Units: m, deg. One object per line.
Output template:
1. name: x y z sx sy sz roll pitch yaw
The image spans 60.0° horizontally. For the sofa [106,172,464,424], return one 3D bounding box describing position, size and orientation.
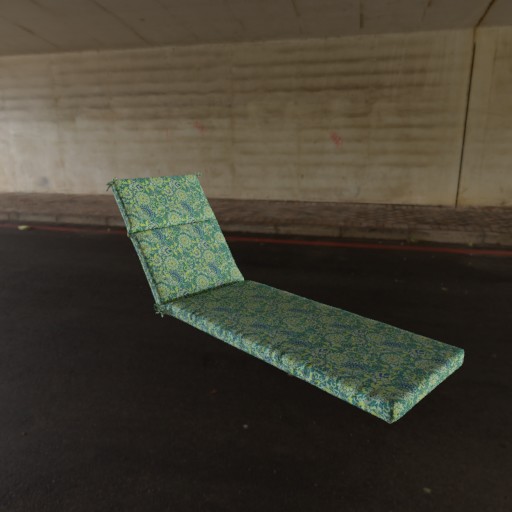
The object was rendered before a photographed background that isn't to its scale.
1. sofa: 0.000 0.000 1.944 0.582 0.622 1.663 -14 21 -42
